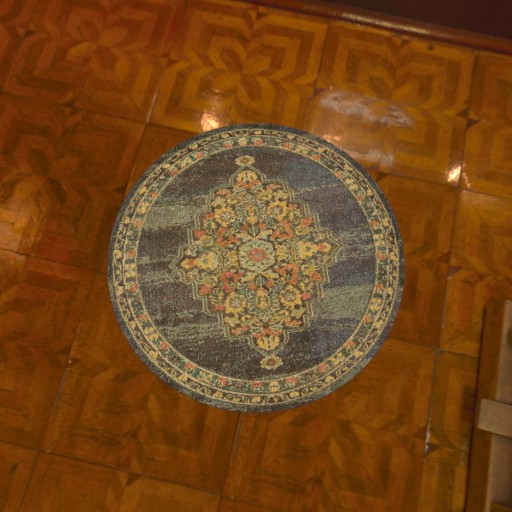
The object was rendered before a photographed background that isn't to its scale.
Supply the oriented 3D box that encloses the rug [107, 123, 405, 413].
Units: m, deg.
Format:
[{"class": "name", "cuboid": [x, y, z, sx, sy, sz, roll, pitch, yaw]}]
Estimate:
[{"class": "rug", "cuboid": [0.000, 0.000, 2.373, 1.591, 0.010, 1.591, 0, 76, 0]}]
